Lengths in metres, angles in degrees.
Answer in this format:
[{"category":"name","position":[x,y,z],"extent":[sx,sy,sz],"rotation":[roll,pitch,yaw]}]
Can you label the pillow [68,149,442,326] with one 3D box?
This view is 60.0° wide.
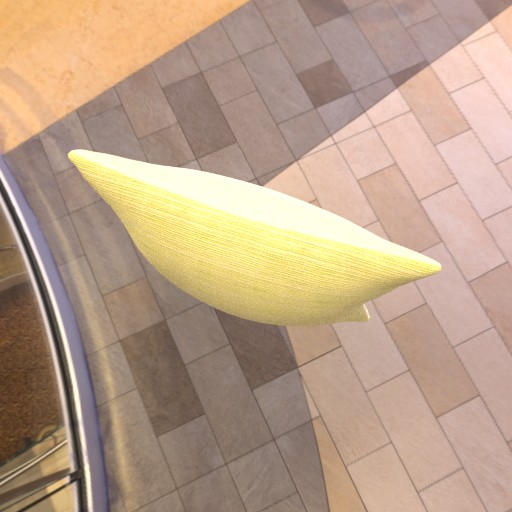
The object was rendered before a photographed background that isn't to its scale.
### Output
[{"category":"pillow","position":[0.000,0.000,0.830],"extent":[0.560,0.487,0.229],"rotation":[18,76,5]}]
